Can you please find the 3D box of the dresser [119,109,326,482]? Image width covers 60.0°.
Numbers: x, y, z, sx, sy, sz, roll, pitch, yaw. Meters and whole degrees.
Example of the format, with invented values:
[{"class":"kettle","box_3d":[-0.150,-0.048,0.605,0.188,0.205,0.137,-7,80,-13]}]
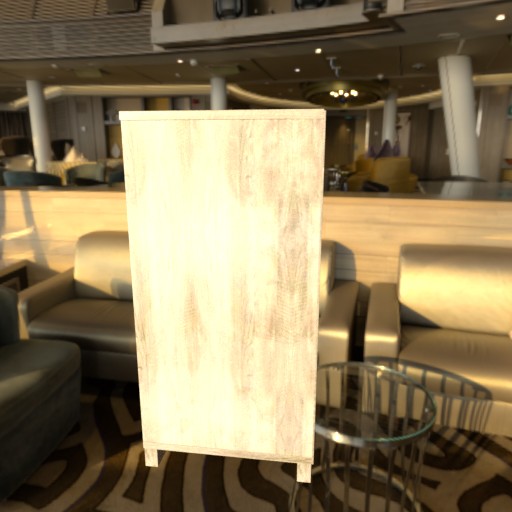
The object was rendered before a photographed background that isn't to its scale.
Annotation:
[{"class":"dresser","box_3d":[0.000,0.000,1.421,0.404,0.816,0.994,2,14,8]}]
